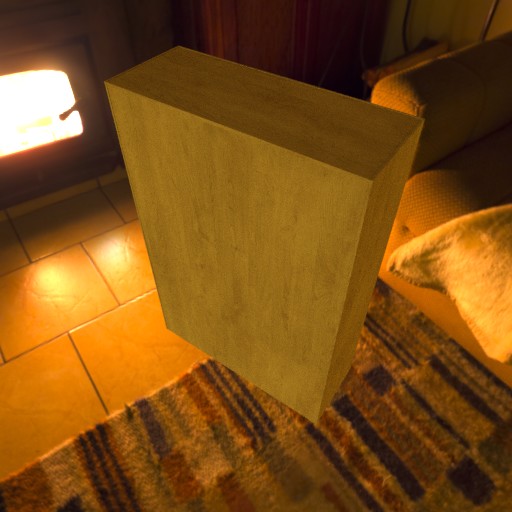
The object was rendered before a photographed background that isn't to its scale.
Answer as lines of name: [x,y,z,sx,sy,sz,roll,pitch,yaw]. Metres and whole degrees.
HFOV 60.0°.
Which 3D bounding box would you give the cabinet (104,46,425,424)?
cabinet: [0.000,0.000,2.549,1.290,1.910,0.510,27,52,23]
